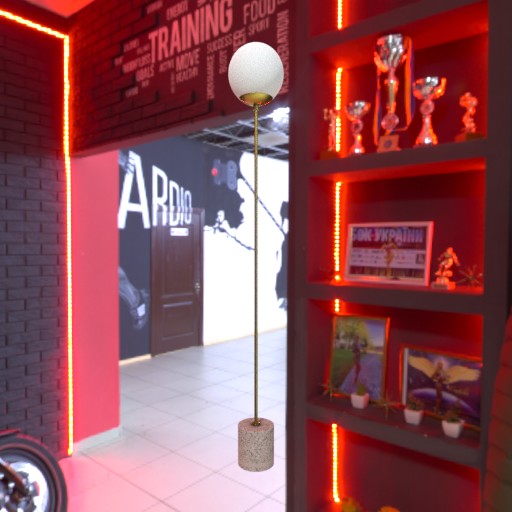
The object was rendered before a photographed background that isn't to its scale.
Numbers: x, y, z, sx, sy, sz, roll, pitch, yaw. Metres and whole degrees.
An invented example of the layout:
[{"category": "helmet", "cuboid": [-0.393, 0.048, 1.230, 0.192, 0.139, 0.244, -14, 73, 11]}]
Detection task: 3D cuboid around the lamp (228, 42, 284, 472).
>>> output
[{"category": "lamp", "cuboid": [0.000, 0.000, 1.853, 0.229, 1.748, 0.229, 0, 1, -18]}]
